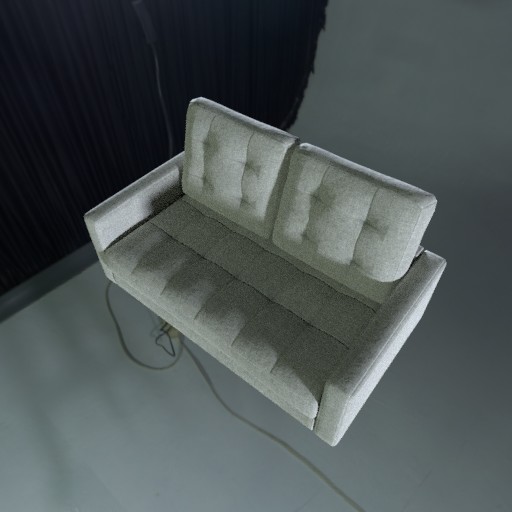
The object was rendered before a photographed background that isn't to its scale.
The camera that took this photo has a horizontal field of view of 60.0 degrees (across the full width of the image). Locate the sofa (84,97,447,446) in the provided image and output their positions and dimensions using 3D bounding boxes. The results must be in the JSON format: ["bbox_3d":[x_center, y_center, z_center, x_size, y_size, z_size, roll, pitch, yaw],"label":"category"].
[{"bbox_3d":[0.000,0.000,1.998,1.407,0.907,0.842,31,54,25],"label":"sofa"}]
